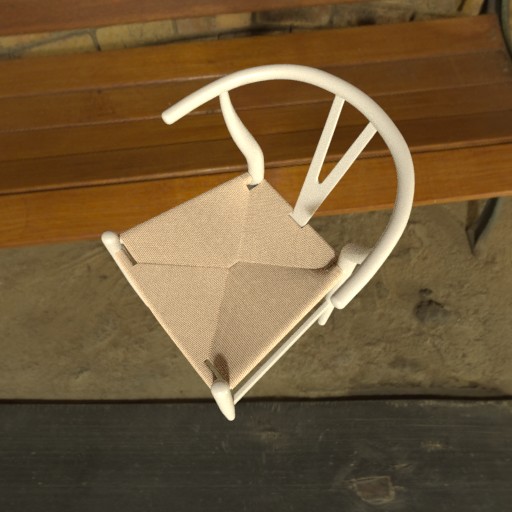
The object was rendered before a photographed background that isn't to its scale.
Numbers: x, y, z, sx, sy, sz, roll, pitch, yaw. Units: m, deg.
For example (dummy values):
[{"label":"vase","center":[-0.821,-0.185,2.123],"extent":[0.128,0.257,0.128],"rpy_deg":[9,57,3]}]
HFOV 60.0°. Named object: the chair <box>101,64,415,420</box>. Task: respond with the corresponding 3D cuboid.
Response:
[{"label":"chair","center":[0.000,0.000,1.128],"extent":[0.579,0.730,0.569],"rpy_deg":[-35,68,-16]}]
